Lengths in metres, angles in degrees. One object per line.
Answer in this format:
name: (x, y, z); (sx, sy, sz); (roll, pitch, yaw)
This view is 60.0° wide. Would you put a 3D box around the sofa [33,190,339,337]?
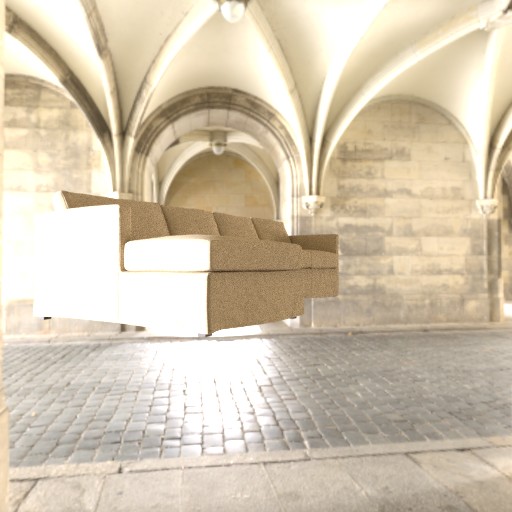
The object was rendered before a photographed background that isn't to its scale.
sofa: (0.000, 0.000, 3.939); (1.650, 0.922, 3.205); (-1, -1, 34)
